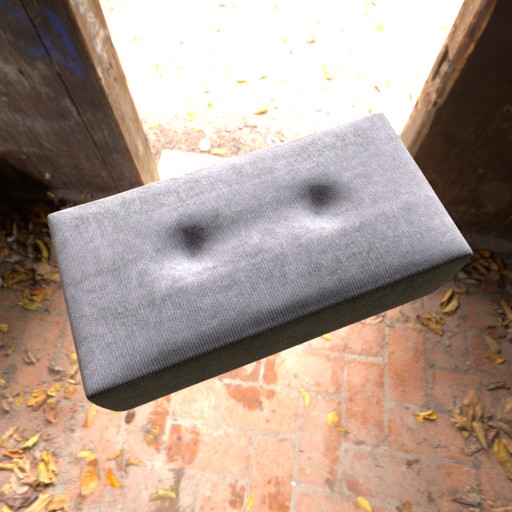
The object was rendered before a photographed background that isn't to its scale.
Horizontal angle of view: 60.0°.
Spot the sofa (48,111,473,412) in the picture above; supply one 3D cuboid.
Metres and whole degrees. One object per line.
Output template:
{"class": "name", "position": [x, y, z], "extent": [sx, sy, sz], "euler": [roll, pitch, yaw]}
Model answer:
{"class": "sofa", "position": [0.000, 0.000, 1.159], "extent": [0.930, 0.330, 0.480], "euler": [-19, 67, -8]}
